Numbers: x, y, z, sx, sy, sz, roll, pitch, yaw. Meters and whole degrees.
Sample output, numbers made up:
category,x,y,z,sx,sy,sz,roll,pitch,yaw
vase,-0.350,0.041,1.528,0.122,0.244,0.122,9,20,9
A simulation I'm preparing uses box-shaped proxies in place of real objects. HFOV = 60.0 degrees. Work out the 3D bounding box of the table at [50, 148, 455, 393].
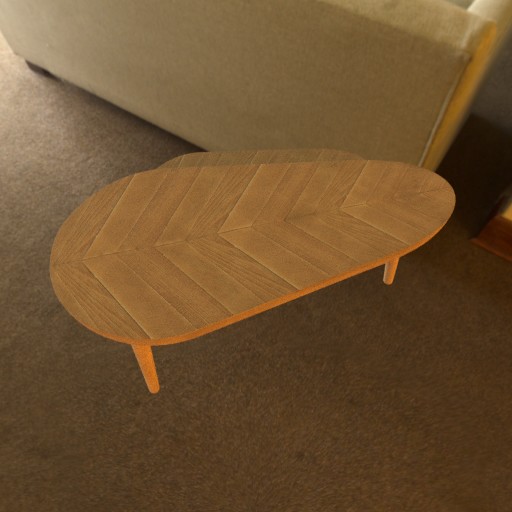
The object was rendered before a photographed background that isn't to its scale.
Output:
category,x,y,z,sx,sy,sz,roll,pitch,yaw
table,0.000,0.000,1.569,1.190,0.595,0.701,-12,60,-7
